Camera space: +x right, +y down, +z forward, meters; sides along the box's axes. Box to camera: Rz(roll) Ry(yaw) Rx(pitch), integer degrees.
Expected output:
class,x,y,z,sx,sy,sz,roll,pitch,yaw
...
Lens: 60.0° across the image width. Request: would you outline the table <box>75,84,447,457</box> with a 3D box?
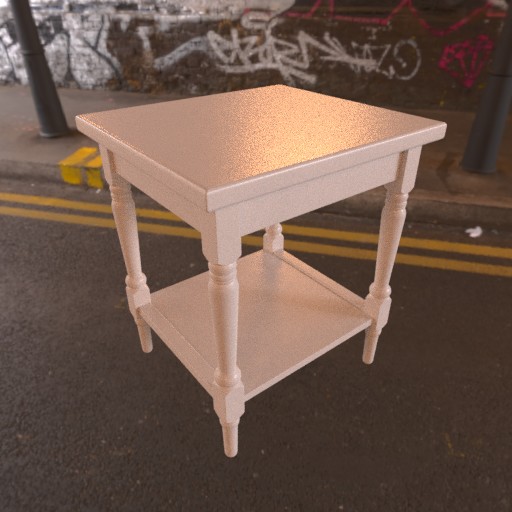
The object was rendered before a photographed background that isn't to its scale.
class,x,y,z,sx,sy,sz,roll,pitch,yaw
table,0.000,0.000,0.925,0.488,0.565,0.442,-22,38,-32
